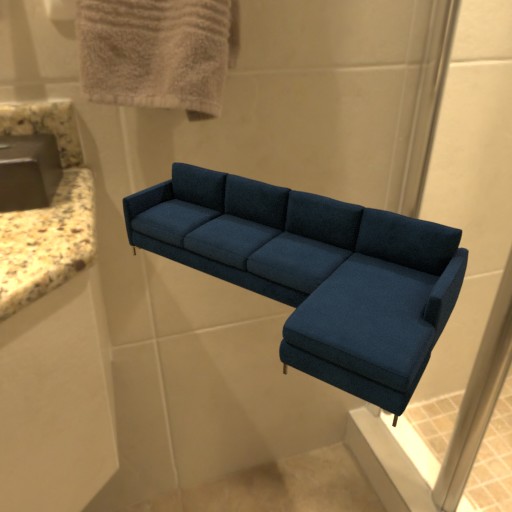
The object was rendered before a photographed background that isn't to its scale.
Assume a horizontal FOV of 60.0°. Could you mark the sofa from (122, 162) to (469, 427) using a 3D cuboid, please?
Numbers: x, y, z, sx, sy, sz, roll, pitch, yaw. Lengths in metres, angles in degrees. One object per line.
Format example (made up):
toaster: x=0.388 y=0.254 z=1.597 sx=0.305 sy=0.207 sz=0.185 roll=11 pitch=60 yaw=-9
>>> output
sofa: x=0.000 y=0.000 z=3.559 sx=2.932 sy=0.810 sz=1.350 roll=19 pitch=34 yaw=30
